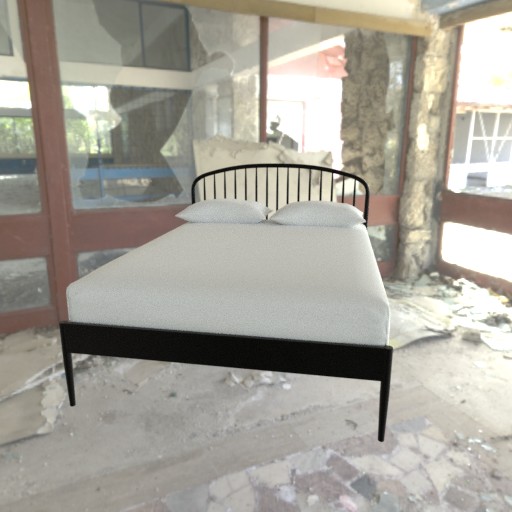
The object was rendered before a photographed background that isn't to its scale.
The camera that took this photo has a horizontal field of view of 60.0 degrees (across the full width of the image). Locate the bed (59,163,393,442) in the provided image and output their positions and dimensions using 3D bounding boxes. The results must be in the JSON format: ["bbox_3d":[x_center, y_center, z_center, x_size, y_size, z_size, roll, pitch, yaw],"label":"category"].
[{"bbox_3d":[0.000,0.000,3.063,1.618,1.166,2.159,3,14,10],"label":"bed"}]
